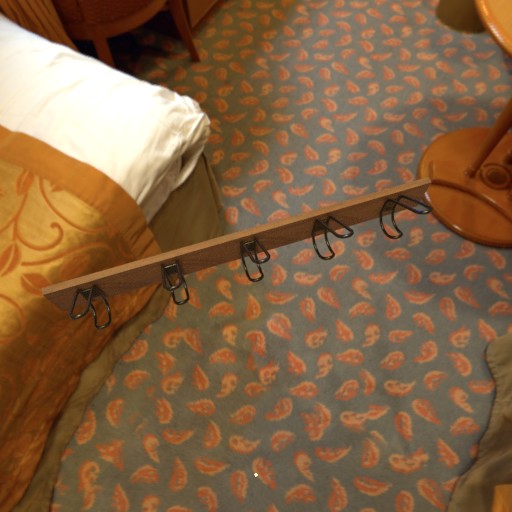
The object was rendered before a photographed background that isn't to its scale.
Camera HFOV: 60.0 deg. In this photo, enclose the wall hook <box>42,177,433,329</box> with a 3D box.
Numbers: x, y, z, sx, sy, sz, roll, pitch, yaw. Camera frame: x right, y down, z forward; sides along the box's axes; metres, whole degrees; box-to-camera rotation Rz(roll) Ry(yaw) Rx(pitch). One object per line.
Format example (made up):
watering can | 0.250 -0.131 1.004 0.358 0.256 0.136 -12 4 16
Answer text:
wall hook | 0.000 0.000 0.600 0.554 0.116 0.076 -17 65 -8
